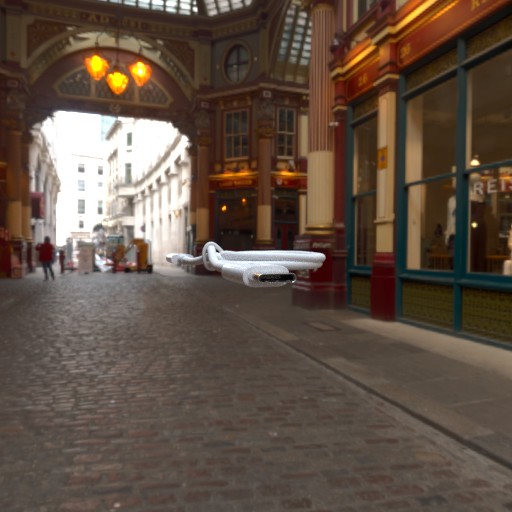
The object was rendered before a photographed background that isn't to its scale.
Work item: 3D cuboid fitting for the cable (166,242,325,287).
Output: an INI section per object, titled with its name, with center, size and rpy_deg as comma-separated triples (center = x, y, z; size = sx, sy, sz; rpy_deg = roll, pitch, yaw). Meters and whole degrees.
[cable]
center = 0.000, 0.000, 0.225
size = 0.070, 0.014, 0.203
rpy_deg = 0, 2, -19
